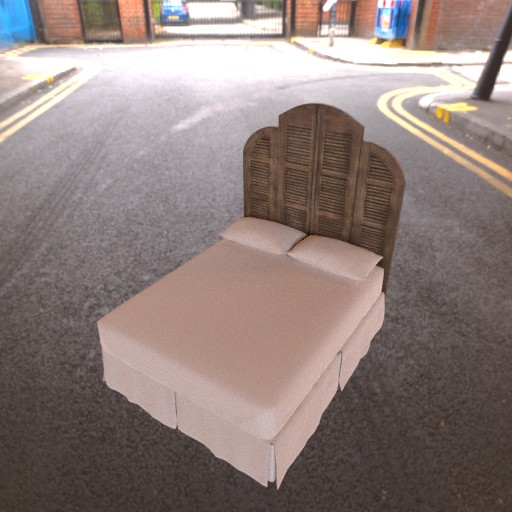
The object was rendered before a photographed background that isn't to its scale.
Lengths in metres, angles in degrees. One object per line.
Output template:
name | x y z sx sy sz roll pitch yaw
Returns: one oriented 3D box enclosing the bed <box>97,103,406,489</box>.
bed | 0.000 0.000 3.539 1.713 2.019 2.138 18 35 29
